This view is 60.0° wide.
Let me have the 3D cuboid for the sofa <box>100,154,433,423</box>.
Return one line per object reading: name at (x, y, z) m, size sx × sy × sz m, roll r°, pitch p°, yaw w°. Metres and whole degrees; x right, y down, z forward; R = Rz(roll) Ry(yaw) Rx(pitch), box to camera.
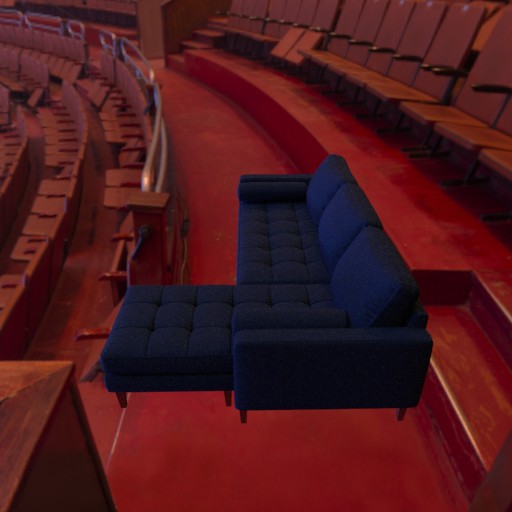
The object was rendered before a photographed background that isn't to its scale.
sofa at (0.000, 0.000, 3.025) m, size 1.613 × 0.841 × 2.185 m, roll -1°, pitch 31°, yaw -1°
